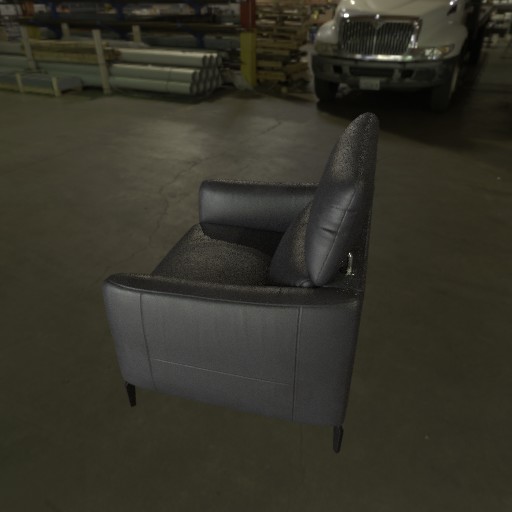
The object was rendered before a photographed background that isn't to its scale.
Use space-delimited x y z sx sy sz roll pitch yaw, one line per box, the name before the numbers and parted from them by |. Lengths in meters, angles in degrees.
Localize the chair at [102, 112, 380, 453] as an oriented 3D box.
chair | 0.000 0.000 1.687 0.809 0.949 0.976 8 32 13
